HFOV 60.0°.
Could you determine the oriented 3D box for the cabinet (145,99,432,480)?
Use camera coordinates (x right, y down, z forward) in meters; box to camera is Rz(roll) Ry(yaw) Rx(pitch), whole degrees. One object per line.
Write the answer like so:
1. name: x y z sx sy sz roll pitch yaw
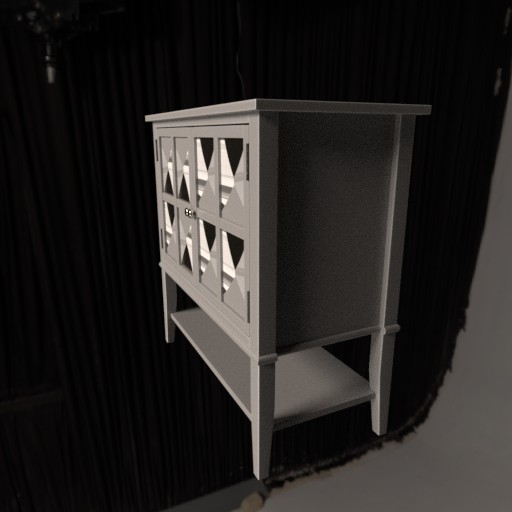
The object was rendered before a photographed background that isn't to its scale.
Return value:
1. cabinet: 0.000 0.000 1.259 0.396 0.780 0.801 -7 17 -25
